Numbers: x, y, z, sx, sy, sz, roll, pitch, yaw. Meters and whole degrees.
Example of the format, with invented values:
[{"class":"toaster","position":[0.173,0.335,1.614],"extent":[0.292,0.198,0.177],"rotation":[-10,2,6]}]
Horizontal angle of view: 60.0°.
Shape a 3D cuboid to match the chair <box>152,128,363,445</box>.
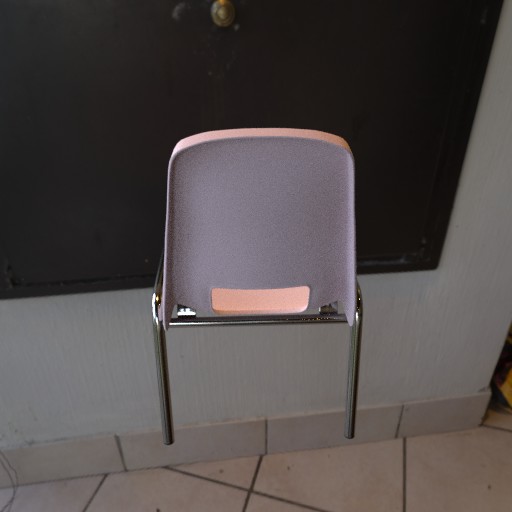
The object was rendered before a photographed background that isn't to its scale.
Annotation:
[{"class":"chair","position":[0.000,0.000,0.766],"extent":[0.354,0.536,0.385],"rotation":[-1,31,-2]}]
